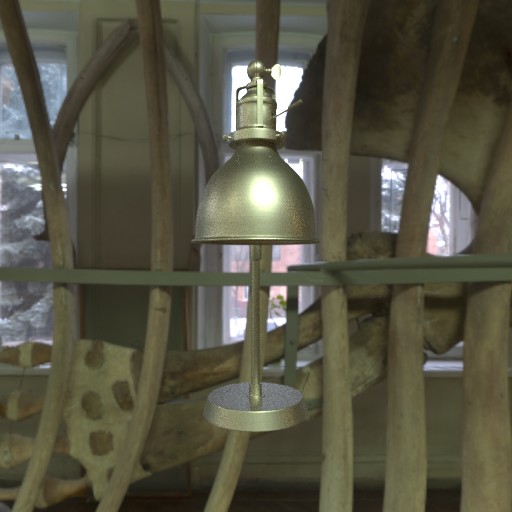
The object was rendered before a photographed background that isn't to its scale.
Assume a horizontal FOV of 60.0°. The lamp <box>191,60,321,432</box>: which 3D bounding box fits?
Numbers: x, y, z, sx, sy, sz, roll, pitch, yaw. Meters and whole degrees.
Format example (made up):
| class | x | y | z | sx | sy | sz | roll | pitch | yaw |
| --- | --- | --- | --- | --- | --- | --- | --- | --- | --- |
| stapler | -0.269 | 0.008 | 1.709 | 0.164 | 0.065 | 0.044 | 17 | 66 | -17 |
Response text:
| class | x | y | z | sx | sy | sz | roll | pitch | yaw |
| --- | --- | --- | --- | --- | --- | --- | --- | --- | --- |
| lamp | 0.000 | 0.000 | 0.586 | 0.153 | 0.456 | 0.286 | 0 | 0 | -1 |
